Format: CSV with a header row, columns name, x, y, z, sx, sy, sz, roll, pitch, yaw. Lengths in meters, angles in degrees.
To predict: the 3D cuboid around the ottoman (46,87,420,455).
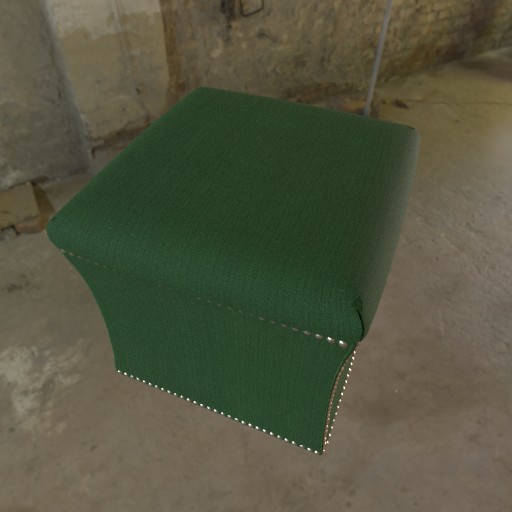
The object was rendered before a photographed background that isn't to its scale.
name,x,y,z,sx,sy,sz,roll,pitch,yaw
ottoman,0.000,0.000,0.882,0.497,0.475,0.507,17,48,16
